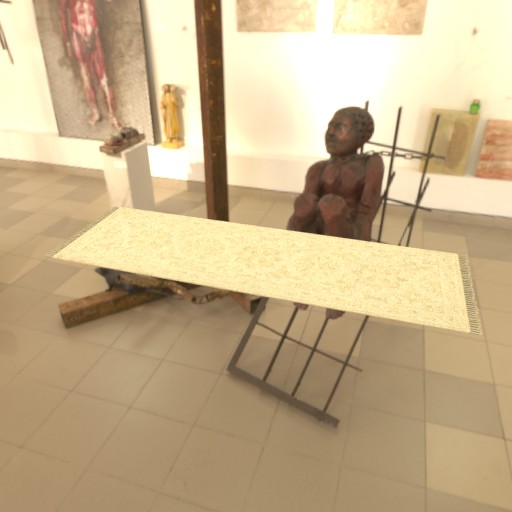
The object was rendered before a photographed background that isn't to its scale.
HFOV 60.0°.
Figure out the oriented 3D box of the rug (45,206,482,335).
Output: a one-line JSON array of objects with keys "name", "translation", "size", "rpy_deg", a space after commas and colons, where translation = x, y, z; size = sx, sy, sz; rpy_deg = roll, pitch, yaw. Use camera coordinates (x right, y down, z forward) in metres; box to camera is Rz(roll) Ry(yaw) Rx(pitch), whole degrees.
[{"name": "rug", "translation": [0.000, 0.000, 2.800], "size": [2.544, 0.015, 0.795], "rpy_deg": [9, 32, 15]}]
